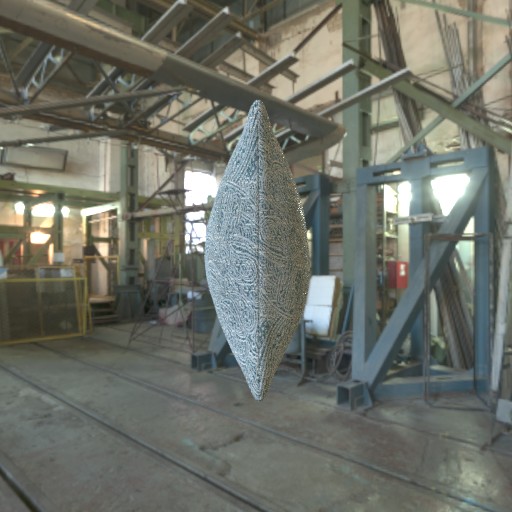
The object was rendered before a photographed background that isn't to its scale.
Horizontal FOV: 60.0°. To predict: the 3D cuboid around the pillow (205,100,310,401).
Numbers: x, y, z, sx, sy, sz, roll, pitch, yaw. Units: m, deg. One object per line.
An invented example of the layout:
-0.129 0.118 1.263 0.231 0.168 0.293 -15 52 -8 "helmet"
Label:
0.000 0.000 0.732 0.151 0.295 0.615 0 -1 0 "pillow"
